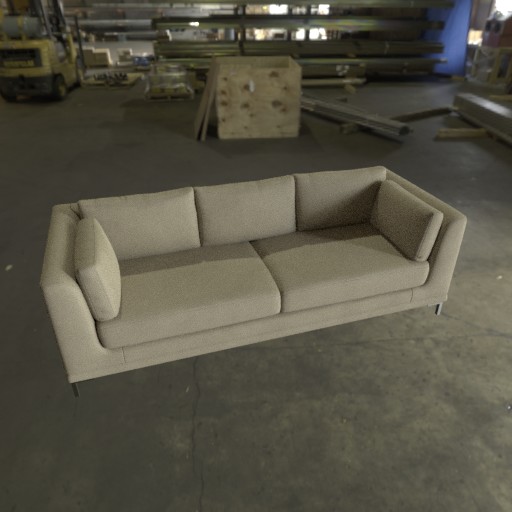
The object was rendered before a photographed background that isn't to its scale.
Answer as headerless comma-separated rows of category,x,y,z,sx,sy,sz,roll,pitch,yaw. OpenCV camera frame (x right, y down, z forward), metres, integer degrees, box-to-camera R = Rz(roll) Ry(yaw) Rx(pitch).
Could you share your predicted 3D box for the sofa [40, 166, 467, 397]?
sofa,0.000,0.000,2.906,2.415,0.867,0.969,-9,32,-15
